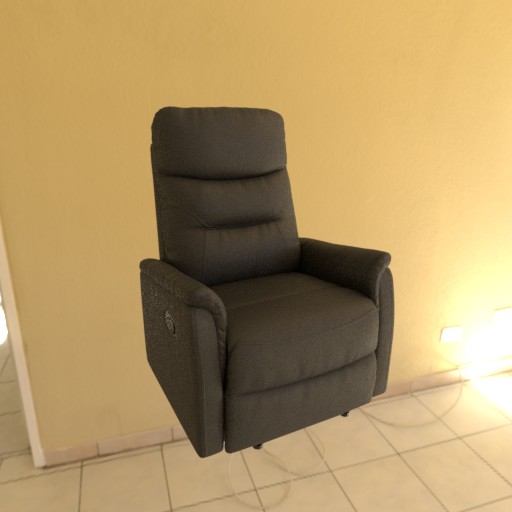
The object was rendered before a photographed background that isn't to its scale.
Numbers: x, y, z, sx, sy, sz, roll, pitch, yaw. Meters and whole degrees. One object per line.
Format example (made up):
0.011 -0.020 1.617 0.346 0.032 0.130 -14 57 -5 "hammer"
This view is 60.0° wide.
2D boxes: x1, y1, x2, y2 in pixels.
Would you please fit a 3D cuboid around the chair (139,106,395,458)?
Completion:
0.000 0.000 1.682 0.775 1.082 0.831 -9 20 -26 "chair"
